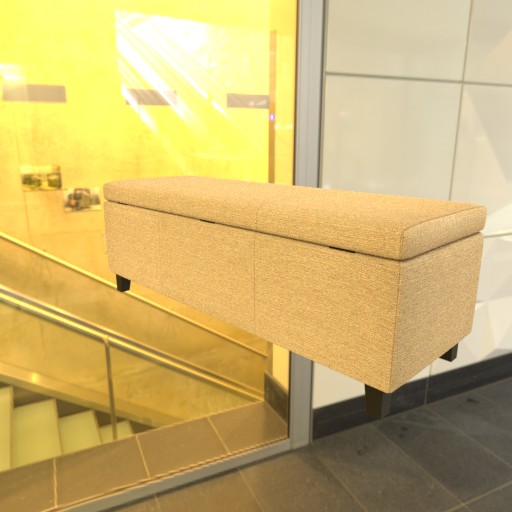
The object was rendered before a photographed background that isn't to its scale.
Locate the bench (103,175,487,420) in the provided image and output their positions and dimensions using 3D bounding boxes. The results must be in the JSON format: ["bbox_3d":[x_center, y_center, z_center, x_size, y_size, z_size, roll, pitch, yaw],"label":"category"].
[{"bbox_3d":[0.000,0.000,1.455,0.446,0.438,1.269,-14,20,-42],"label":"bench"}]
